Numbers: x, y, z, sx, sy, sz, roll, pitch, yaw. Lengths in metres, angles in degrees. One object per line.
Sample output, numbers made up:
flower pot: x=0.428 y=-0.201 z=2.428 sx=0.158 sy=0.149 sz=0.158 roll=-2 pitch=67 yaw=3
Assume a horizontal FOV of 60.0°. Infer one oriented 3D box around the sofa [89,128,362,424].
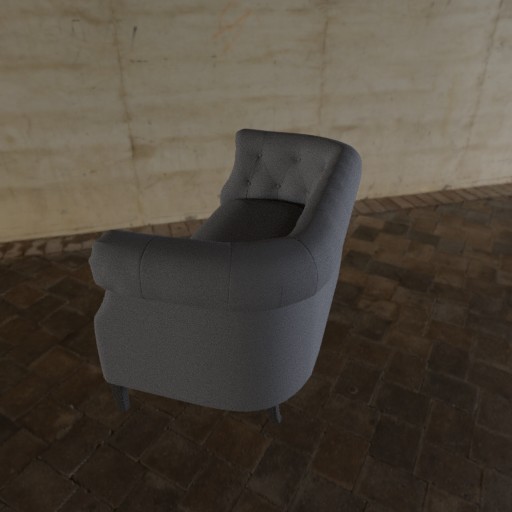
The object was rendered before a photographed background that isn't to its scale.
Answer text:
sofa: x=0.000 y=0.000 z=2.081 sx=0.835 sy=0.827 sz=1.558 roll=8 pitch=31 yaw=14
